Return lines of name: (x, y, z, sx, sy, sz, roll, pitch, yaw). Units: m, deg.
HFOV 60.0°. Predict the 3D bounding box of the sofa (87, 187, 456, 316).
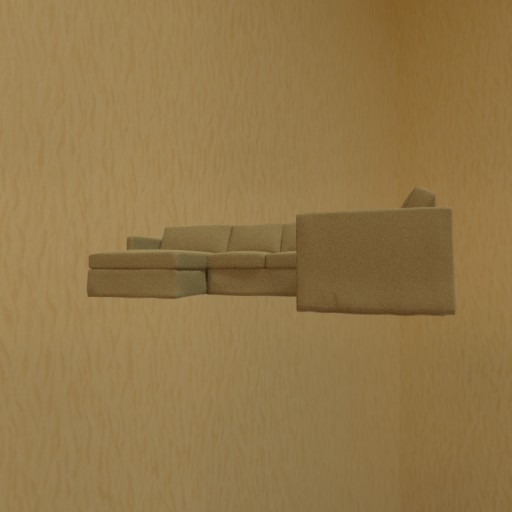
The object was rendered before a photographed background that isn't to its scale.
sofa: (0.000, 0.000, 4.497, 3.528, 0.878, 2.476, -1, -2, 19)
